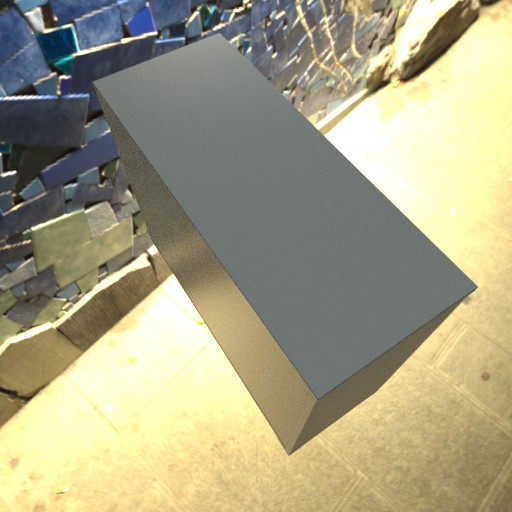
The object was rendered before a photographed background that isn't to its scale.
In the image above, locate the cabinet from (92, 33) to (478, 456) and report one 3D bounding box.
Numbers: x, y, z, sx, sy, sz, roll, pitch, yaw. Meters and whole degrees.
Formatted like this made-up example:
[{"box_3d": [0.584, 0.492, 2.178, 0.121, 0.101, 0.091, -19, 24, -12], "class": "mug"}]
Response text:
[{"box_3d": [0.000, 0.000, 1.380, 0.400, 0.800, 1.000, -29, 64, -16], "class": "cabinet"}]
